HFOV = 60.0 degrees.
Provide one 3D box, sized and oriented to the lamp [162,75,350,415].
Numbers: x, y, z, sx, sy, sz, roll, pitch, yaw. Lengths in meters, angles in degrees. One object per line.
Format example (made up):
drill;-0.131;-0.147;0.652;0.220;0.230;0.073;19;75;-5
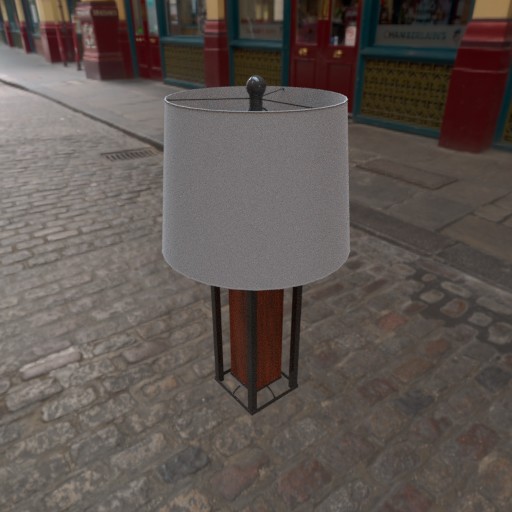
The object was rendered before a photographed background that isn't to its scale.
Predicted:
lamp;0.000;0.000;0.779;0.320;0.591;0.320;0;27;0
